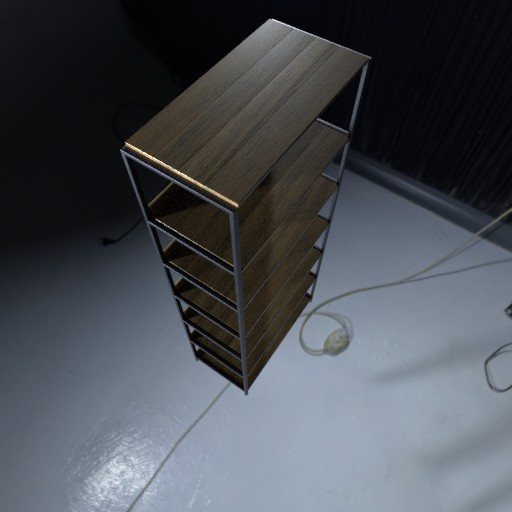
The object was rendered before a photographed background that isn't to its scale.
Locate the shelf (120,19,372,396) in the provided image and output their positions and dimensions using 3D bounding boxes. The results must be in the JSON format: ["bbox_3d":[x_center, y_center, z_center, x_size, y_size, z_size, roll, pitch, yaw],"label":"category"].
[{"bbox_3d":[0.000,0.000,2.323,0.431,2.015,0.847,30,63,17],"label":"shelf"}]
